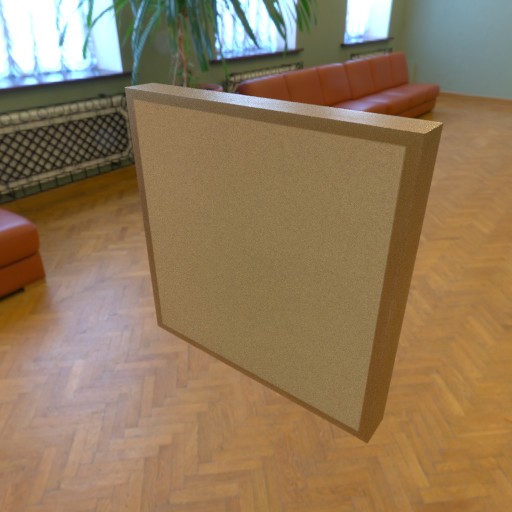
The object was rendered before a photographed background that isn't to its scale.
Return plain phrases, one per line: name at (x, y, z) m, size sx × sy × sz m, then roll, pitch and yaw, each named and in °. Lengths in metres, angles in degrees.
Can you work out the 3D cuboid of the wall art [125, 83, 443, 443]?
wall art at (0.000, 0.000, 0.457) m, size 0.306 × 0.305 × 0.038 m, roll 21°, pitch 35°, yaw 32°
